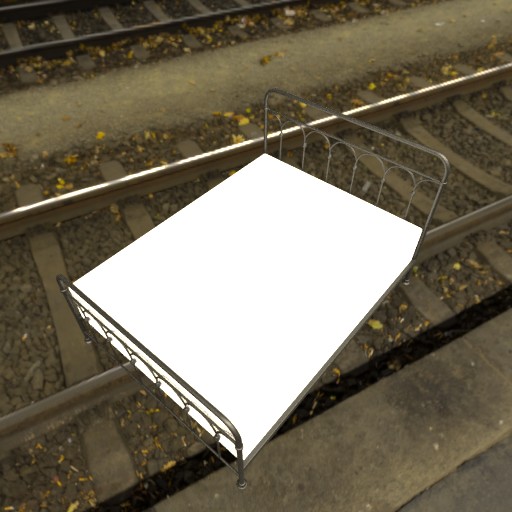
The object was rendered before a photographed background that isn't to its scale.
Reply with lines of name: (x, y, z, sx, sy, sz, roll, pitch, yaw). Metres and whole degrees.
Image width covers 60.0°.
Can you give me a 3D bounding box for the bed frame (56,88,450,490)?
bed frame: (0.000, 0.000, 3.182, 1.664, 1.276, 2.203, 32, 54, 26)
